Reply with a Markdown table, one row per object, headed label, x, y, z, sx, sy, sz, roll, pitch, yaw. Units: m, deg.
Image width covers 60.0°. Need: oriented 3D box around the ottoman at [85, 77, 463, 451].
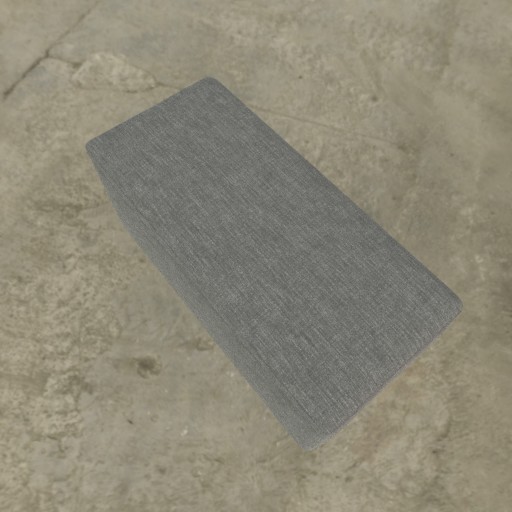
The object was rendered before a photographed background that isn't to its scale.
| label | x | y | z | sx | sy | sz | roll | pitch | yaw |
| --- | --- | --- | --- | --- | --- | --- | --- | --- | --- |
| ottoman | 0.000 | 0.000 | 1.169 | 0.419 | 0.432 | 0.902 | -36 | 68 | -17 |
